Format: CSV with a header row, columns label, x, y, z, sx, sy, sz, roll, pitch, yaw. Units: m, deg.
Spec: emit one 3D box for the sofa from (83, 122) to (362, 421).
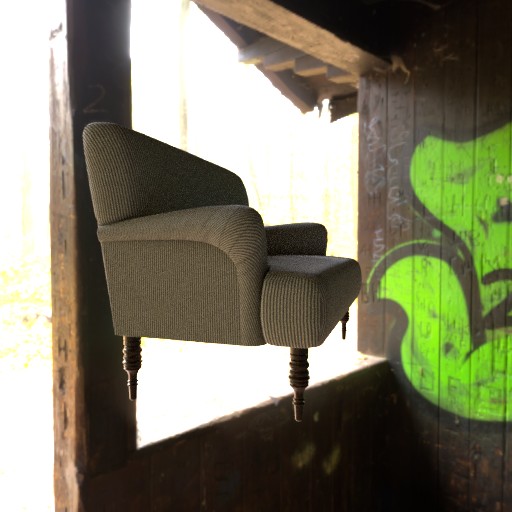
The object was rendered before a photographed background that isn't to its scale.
label,x,y,z,sx,sy,sz,roll,pitch,yaw
sofa,0.000,0.000,1.841,0.779,0.889,1.297,1,2,18
